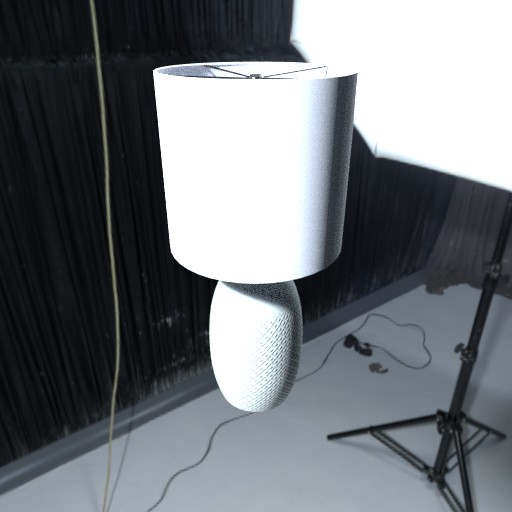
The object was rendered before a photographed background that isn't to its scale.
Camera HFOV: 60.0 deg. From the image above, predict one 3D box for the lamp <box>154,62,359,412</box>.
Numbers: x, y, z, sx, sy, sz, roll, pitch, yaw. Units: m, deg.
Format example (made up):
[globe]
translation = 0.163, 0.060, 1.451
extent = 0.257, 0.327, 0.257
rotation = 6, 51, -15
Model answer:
[lamp]
translation = 0.000, 0.000, 0.581
extent = 0.217, 0.453, 0.217
rotation = -18, 32, -31
